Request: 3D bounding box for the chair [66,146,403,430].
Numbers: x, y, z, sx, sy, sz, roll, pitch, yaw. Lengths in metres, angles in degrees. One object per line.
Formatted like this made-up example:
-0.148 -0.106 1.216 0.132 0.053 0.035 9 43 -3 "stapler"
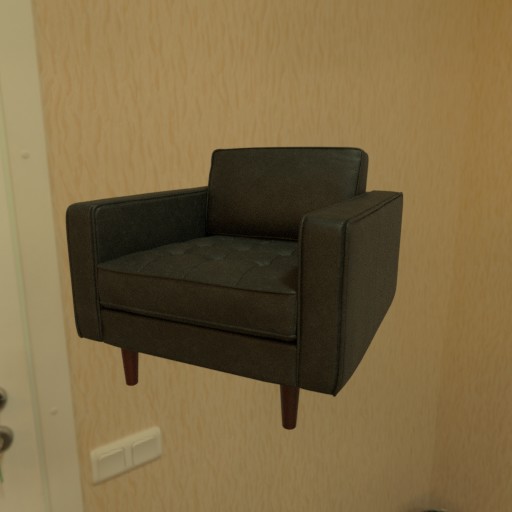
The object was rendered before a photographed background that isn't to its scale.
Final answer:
0.000 0.000 1.579 0.889 0.763 0.914 6 14 25 "chair"
